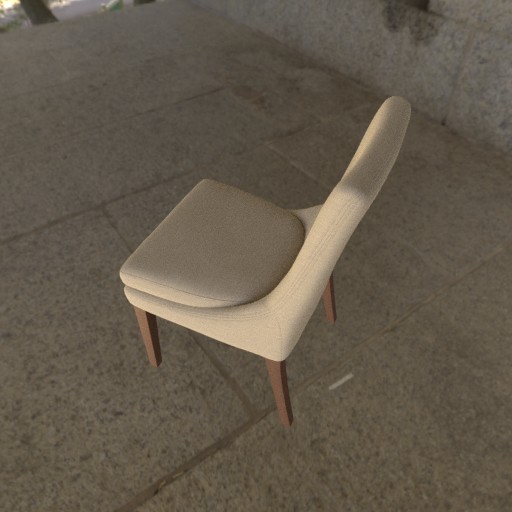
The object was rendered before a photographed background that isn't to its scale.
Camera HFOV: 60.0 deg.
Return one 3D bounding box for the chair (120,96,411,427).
[{"bbox_3d":[0.000,0.000,1.312,0.638,0.940,0.515,19,49,17],"label":"chair"}]
